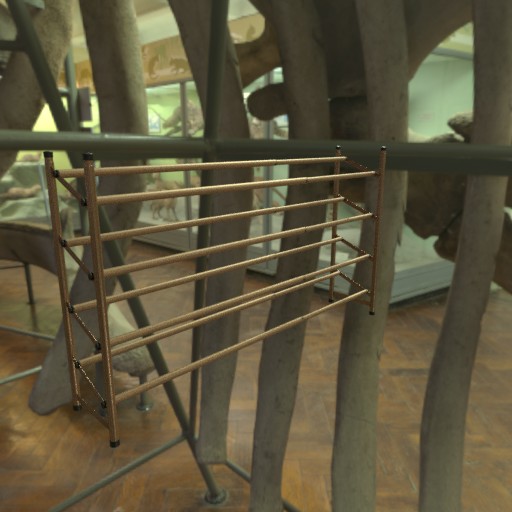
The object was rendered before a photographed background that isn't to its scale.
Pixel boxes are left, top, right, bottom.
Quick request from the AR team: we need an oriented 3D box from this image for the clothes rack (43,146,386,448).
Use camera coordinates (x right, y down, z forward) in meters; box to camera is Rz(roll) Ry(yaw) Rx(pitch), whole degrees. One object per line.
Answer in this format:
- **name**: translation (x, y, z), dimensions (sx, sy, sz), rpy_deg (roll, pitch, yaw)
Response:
- **clothes rack**: translation (0.000, 0.000, 1.423), dimensions (1.168, 0.672, 0.229), rpy_deg (-14, 20, -43)
